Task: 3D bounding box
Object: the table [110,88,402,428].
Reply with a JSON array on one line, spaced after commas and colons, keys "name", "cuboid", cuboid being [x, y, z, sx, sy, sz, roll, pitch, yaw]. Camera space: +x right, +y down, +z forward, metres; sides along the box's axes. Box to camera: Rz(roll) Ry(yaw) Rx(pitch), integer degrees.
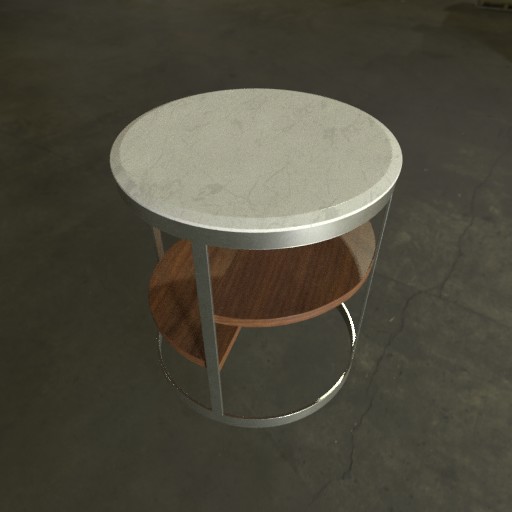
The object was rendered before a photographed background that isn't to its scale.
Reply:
[{"name": "table", "cuboid": [0.000, 0.000, 0.779, 0.407, 0.447, 0.407, 0, 41, 0]}]
